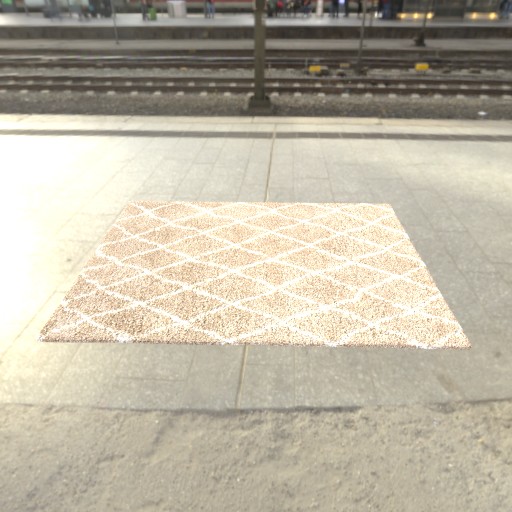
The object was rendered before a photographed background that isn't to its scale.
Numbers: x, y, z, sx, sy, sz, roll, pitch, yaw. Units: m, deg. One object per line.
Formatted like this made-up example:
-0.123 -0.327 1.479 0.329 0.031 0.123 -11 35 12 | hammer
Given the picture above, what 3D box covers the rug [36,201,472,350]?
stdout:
0.000 0.000 4.124 3.047 0.029 2.438 1 30 1 | rug
